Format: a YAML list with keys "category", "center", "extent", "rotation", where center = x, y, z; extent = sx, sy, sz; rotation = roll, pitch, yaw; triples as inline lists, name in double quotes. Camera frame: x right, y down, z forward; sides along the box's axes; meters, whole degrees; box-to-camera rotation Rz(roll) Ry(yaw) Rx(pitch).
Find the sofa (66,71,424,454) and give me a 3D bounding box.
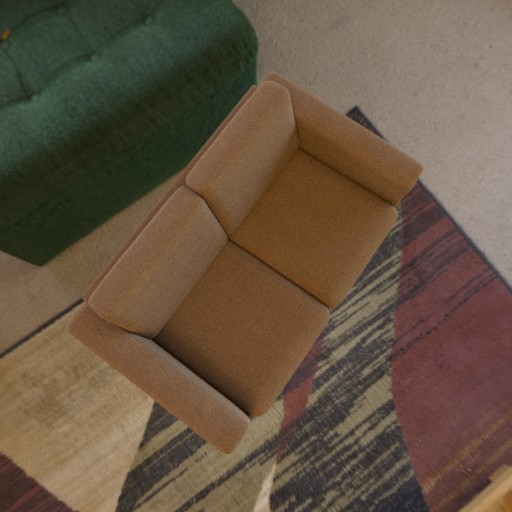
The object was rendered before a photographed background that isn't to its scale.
- category: "sofa"
  center: [0.000, 0.000, 2.086]
  extent: [0.900, 0.800, 1.520]
  rotation: [35, 80, 7]
